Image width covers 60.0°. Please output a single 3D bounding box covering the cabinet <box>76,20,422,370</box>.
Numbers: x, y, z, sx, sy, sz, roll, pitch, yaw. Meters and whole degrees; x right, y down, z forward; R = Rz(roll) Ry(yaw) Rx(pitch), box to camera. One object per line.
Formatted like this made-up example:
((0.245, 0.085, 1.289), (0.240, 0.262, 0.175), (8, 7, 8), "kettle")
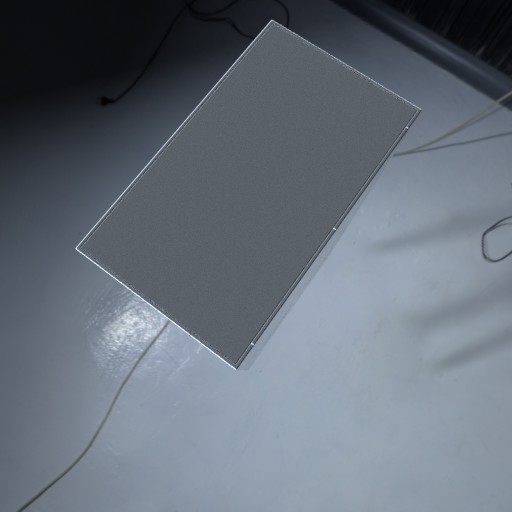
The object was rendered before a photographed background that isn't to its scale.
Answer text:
((0.000, 0.000, 2.267), (0.580, 1.920, 0.980), (35, 78, 8), "cabinet")
